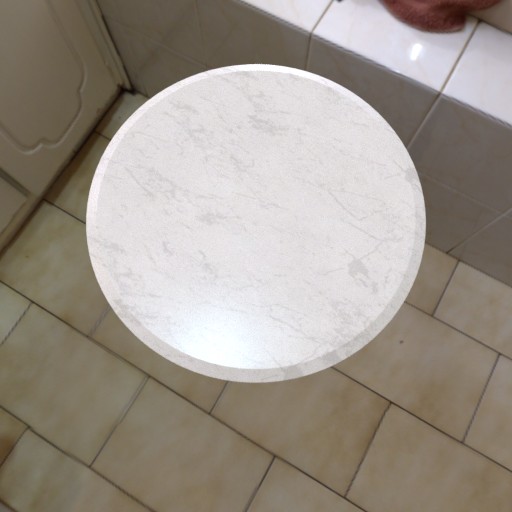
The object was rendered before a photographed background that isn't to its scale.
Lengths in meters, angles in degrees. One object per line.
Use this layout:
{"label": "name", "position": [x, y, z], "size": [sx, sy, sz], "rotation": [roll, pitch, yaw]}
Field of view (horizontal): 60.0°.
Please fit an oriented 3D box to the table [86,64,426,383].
{"label": "table", "position": [0.000, 0.000, 0.743], "size": [0.407, 0.447, 0.407], "rotation": [0, 74, 0]}
